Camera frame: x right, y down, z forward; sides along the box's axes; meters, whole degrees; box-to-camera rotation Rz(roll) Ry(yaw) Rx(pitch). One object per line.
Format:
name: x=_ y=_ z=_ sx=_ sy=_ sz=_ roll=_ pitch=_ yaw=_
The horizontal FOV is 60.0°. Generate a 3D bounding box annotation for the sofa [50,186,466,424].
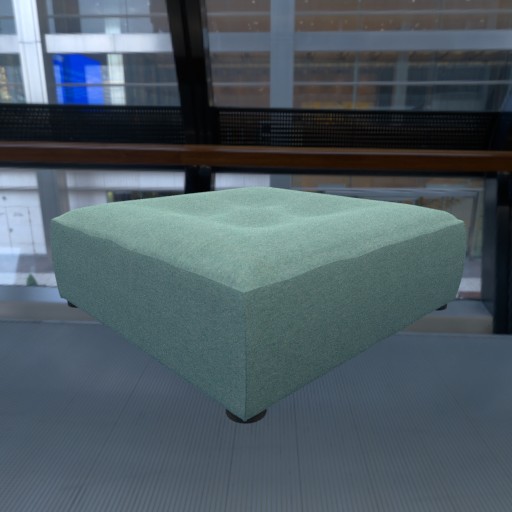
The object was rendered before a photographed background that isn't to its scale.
sofa: x=0.000 y=0.000 z=1.407 sx=0.930 sy=0.330 sz=0.930 roll=-14 pitch=21 yaw=-41
